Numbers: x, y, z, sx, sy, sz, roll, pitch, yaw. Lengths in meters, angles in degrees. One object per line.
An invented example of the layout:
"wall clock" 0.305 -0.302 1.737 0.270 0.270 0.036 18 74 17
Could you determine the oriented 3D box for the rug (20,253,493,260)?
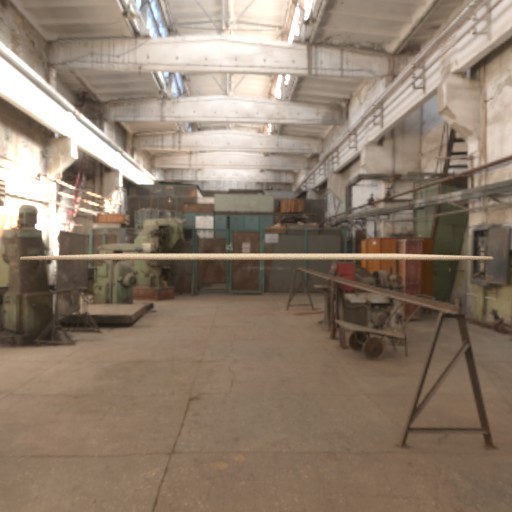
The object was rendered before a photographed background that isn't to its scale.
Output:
"rug" 0.000 0.000 2.320 1.848 0.014 1.238 0 1 0
